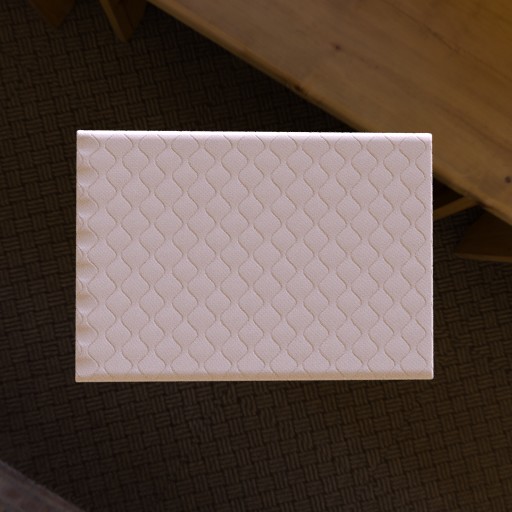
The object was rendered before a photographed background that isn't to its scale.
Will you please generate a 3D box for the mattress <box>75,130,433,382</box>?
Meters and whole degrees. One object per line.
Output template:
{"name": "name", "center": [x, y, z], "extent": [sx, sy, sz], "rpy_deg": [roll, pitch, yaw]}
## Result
{"name": "mattress", "center": [0.000, 0.000, 2.545], "extent": [2.000, 0.200, 1.400], "rpy_deg": [0, 89, -2]}
